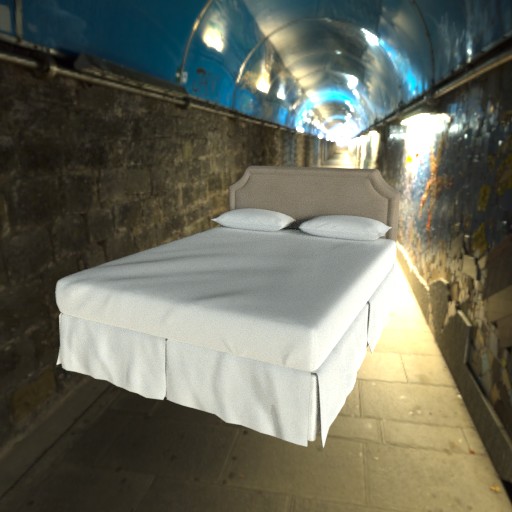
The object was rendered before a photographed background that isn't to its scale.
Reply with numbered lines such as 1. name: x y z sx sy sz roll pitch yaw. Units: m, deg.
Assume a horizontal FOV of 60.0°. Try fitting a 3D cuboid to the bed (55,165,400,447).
1. bed: 0.000 0.000 3.596 1.977 1.293 2.498 7 16 25
